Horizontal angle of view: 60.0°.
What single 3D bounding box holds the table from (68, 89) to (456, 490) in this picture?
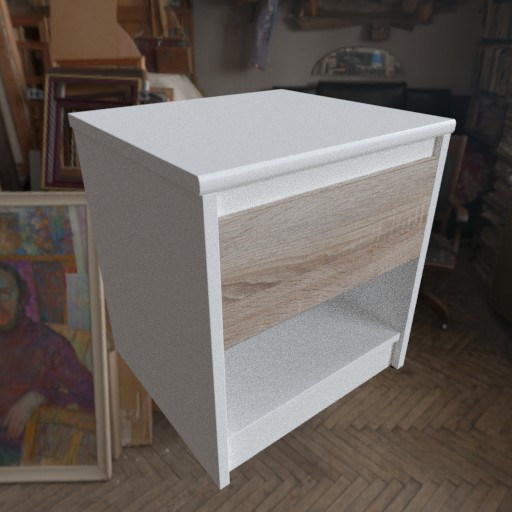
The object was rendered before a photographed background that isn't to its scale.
[{"bbox_3d":[0.000,0.000,0.752,0.420,0.460,0.380,-20,34,-32],"label":"table"}]
